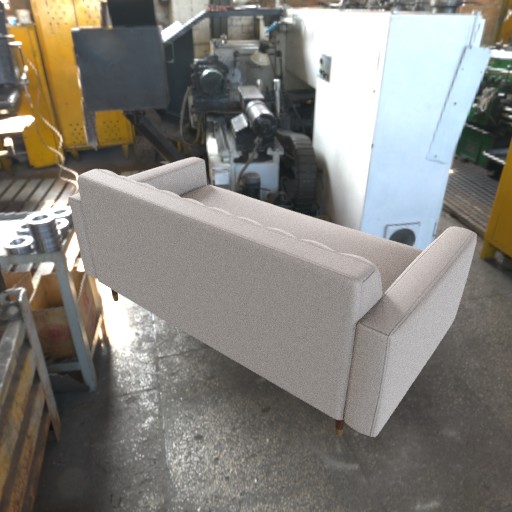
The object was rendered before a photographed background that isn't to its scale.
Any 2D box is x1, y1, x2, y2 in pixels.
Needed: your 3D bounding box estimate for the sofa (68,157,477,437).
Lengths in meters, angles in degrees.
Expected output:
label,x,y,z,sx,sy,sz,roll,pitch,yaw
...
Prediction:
label,x,y,z,sx,sy,sz,roll,pitch,yaw
sofa,0.000,0.000,2.332,1.895,0.814,0.969,22,36,33
